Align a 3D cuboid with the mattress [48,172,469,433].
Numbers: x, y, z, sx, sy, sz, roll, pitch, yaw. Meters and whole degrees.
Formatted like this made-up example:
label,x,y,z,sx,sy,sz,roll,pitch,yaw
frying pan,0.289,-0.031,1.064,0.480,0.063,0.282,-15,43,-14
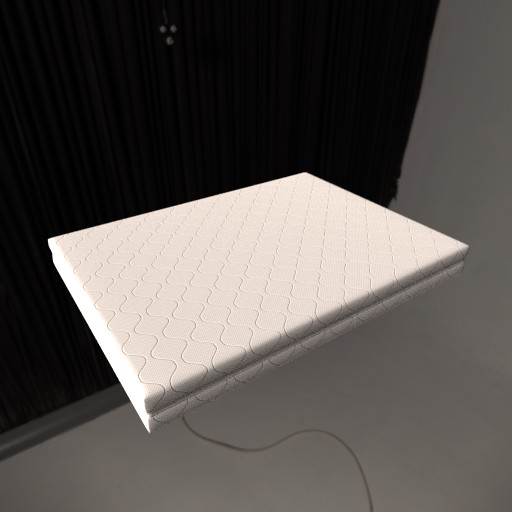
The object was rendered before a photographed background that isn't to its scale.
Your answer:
label,x,y,z,sx,sy,sz,roll,pitch,yaw
mattress,0.000,0.000,2.512,1.900,0.200,1.400,-19,36,-29
